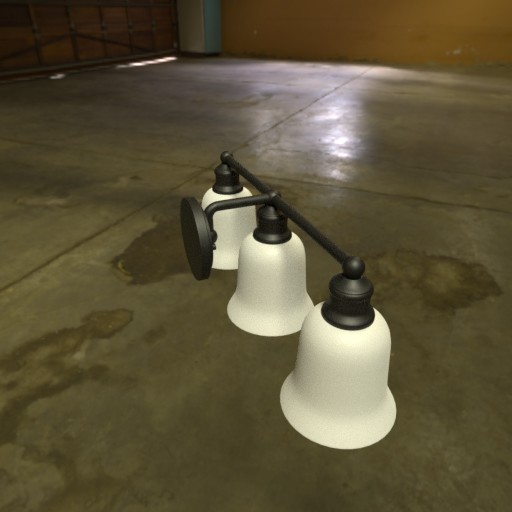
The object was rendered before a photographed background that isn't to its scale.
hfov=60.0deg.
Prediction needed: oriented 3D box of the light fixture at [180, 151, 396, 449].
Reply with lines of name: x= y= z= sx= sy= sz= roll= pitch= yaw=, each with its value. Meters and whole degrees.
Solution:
light fixture: x=0.000 y=0.000 z=0.676 sx=0.198 sy=0.211 sz=0.570 roll=-11 pitch=31 yaw=-19
